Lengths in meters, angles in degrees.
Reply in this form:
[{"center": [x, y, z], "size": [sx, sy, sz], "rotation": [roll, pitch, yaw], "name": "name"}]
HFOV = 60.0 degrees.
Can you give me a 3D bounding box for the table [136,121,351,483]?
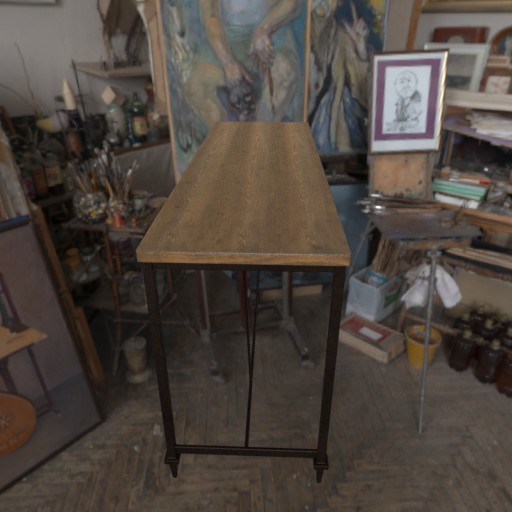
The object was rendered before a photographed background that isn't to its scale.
[{"center": [0.000, 0.000, 2.073], "size": [0.551, 0.902, 1.700], "rotation": [1, 28, 2], "name": "table"}]
